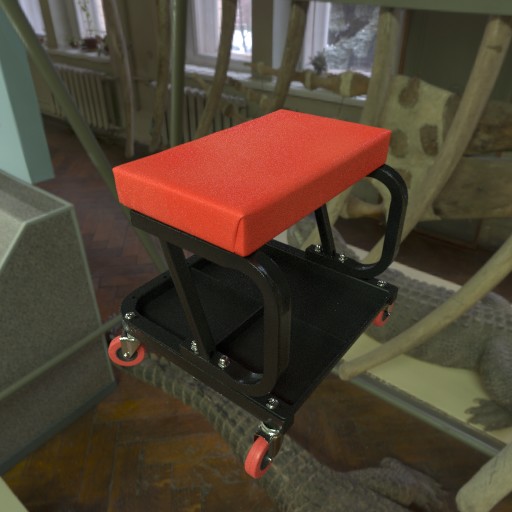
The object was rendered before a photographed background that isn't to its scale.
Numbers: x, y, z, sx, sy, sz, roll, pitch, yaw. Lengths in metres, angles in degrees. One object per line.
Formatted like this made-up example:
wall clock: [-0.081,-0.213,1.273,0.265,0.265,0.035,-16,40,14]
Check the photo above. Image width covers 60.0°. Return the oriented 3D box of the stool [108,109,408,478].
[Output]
stool: [0.000,0.000,0.728,0.371,0.380,0.446,22,39,31]
